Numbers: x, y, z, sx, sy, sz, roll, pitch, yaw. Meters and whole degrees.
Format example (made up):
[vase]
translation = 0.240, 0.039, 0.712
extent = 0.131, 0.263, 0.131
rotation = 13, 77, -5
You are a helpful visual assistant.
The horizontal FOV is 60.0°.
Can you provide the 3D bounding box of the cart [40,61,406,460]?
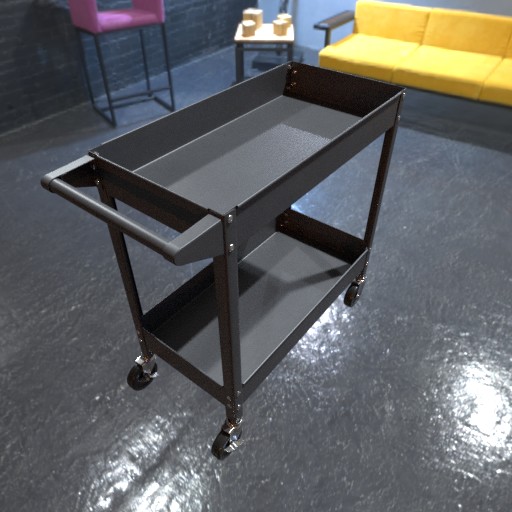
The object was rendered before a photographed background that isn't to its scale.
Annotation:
[cart]
translation = 0.000, 0.000, 1.142
extent = 0.366, 0.719, 0.779
rotation = 27, 47, 28
